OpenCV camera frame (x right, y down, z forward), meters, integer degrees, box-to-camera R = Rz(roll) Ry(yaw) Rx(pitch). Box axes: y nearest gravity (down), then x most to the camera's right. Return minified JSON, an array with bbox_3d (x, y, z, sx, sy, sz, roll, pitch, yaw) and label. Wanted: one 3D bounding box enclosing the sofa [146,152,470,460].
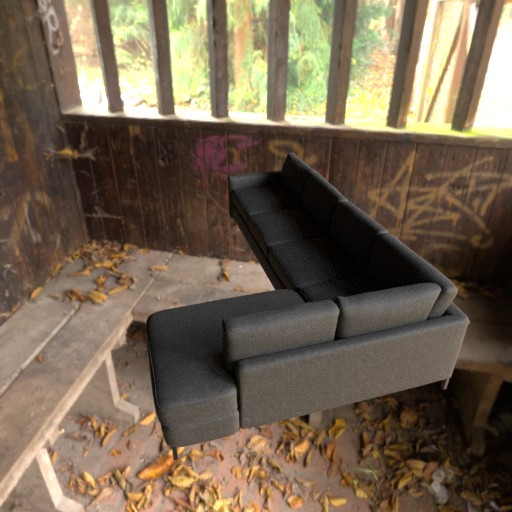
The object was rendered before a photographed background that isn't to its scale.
[{"bbox_3d":[0.000,0.000,3.816,1.984,0.858,2.972,-9,32,-14],"label":"sofa"}]
